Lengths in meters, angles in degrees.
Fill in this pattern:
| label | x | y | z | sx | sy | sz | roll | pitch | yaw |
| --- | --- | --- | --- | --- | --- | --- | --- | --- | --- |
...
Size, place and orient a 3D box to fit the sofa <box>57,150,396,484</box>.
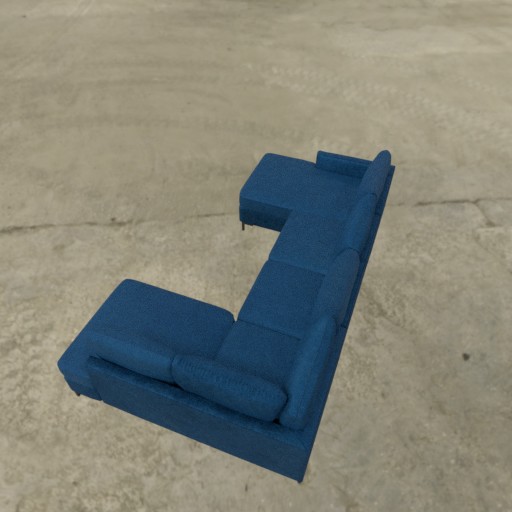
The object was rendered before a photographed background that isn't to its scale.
| label | x | y | z | sx | sy | sz | roll | pitch | yaw |
| --- | --- | --- | --- | --- | --- | --- | --- | --- | --- |
| sofa | 0.000 | 0.000 | 4.320 | 2.055 | 0.992 | 3.434 | 16 | 48 | 15 |
